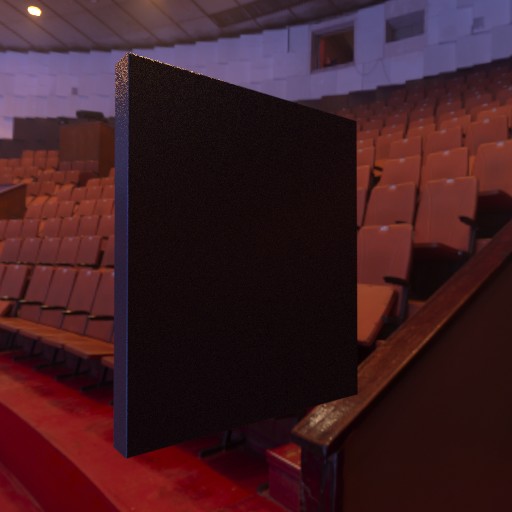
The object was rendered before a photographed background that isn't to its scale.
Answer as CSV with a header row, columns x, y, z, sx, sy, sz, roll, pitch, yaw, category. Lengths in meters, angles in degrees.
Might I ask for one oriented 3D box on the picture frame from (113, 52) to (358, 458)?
x,y,z,sx,sy,sz,roll,pitch,yaw,category
0.000,0.000,0.525,0.328,0.378,0.034,1,-1,-38,picture frame
